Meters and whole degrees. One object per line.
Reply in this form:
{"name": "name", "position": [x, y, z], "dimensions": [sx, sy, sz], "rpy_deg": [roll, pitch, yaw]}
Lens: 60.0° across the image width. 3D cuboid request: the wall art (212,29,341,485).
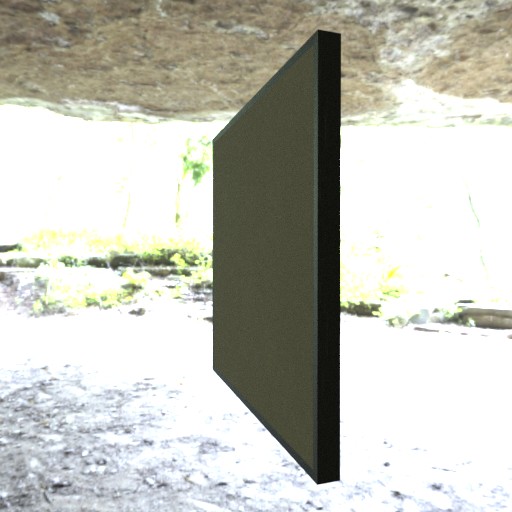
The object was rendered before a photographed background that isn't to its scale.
{"name": "wall art", "position": [0.000, 0.000, 1.105], "dimensions": [0.043, 0.758, 0.762], "rpy_deg": [0, 1, -19]}
